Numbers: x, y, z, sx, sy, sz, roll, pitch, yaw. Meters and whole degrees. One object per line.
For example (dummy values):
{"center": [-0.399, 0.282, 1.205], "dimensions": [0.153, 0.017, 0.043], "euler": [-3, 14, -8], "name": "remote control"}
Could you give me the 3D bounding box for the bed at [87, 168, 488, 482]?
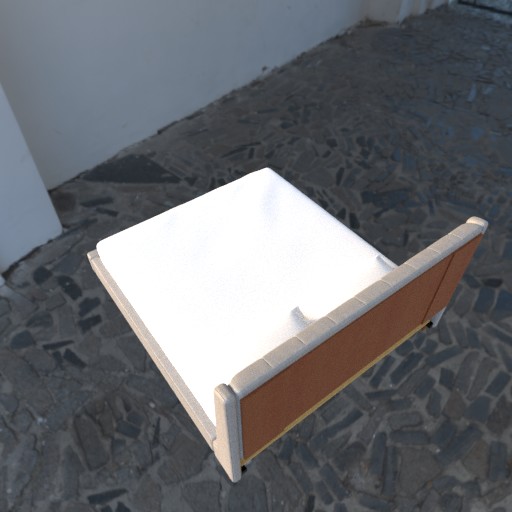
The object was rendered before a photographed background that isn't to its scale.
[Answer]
{"center": [0.000, 0.000, 3.529], "dimensions": [2.062, 1.289, 2.342], "euler": [-28, 53, -24], "name": "bed"}
